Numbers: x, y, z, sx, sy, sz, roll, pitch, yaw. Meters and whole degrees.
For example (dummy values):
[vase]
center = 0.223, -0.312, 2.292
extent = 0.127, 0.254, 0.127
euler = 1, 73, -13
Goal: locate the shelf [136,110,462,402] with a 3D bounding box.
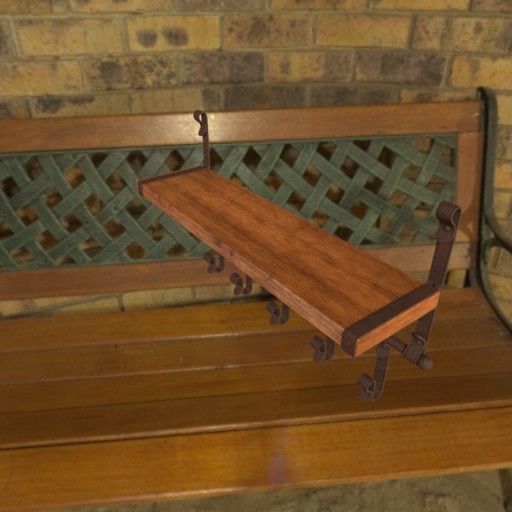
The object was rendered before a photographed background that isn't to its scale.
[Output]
[shelf]
center = 0.000, 0.000, 0.692
extent = 0.146, 0.330, 0.567
euler = -21, 37, -31
